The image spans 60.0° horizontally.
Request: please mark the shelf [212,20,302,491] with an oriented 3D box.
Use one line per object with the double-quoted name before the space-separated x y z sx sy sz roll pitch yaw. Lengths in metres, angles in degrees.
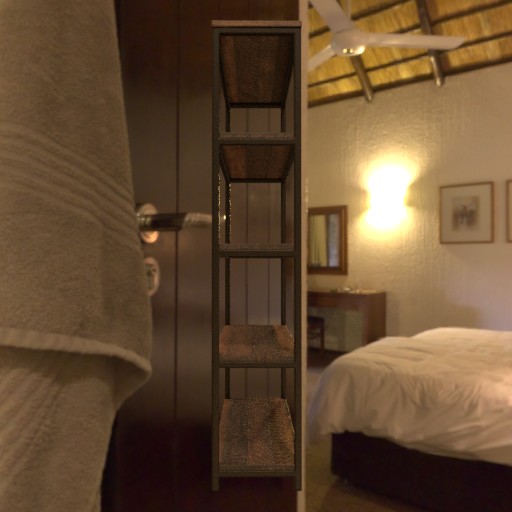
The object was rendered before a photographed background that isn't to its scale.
"shelf" 0.000 0.000 2.187 0.359 1.860 0.874 0 -1 0
